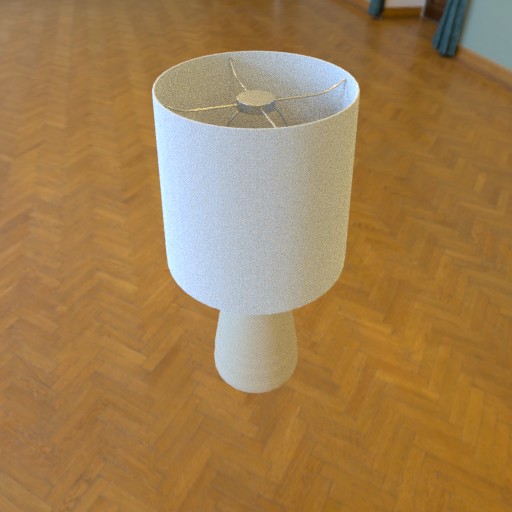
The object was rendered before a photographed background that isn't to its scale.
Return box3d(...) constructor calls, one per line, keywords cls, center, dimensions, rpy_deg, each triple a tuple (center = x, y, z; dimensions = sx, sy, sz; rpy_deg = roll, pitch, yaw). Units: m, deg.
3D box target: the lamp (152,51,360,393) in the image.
box3d(cls="lamp", center=(0.000, 0.000, 0.477), dimensions=(0.186, 0.369, 0.186), rpy_deg=(0, 42, 0))
